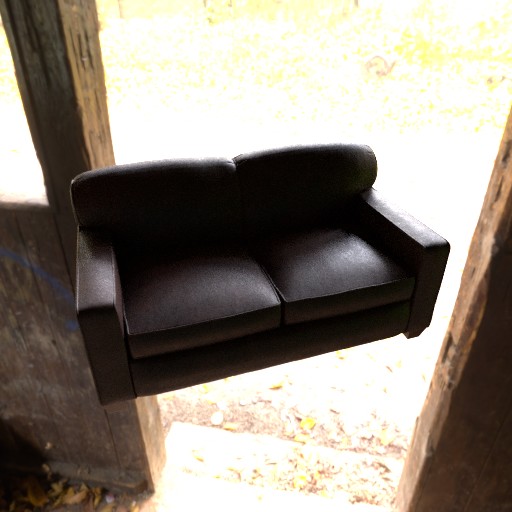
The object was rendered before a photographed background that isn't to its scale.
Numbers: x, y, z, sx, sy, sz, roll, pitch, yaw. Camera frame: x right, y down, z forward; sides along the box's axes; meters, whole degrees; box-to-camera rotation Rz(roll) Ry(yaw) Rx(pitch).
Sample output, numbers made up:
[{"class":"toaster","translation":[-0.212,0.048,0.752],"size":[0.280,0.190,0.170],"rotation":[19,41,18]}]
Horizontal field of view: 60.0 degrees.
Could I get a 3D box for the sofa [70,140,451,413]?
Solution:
[{"class":"sofa","translation":[0.000,0.000,2.487],"size":[1.856,0.966,1.000],"rotation":[-10,33,-15]}]
